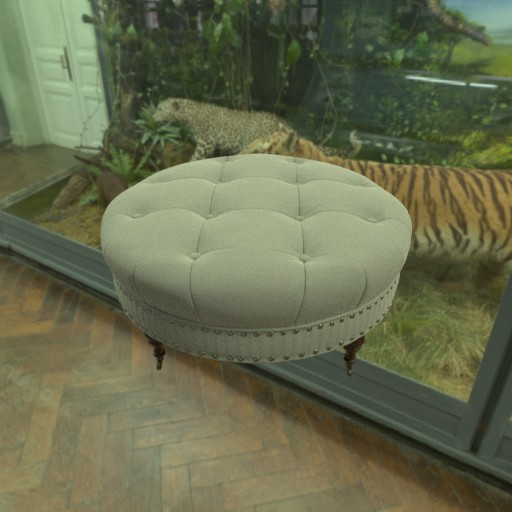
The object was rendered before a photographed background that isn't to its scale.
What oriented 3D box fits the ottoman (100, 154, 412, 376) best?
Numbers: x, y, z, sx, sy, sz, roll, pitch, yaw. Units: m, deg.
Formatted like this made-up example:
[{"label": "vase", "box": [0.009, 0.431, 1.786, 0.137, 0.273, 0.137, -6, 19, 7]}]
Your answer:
[{"label": "ottoman", "box": [0.000, 0.000, 1.373, 0.901, 0.439, 0.901, 0, 30, 0]}]
